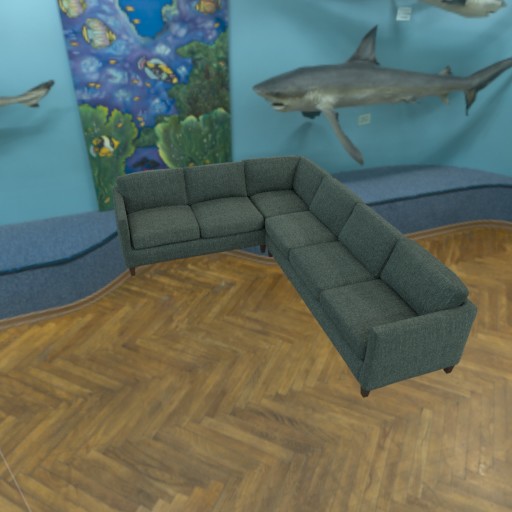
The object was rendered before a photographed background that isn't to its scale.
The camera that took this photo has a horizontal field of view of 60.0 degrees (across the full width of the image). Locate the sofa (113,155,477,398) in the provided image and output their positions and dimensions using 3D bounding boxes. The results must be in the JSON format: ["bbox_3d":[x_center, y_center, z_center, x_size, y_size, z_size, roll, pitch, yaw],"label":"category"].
[{"bbox_3d":[0.000,0.000,4.479,2.593,0.947,3.302,-10,34,-15],"label":"sofa"}]
